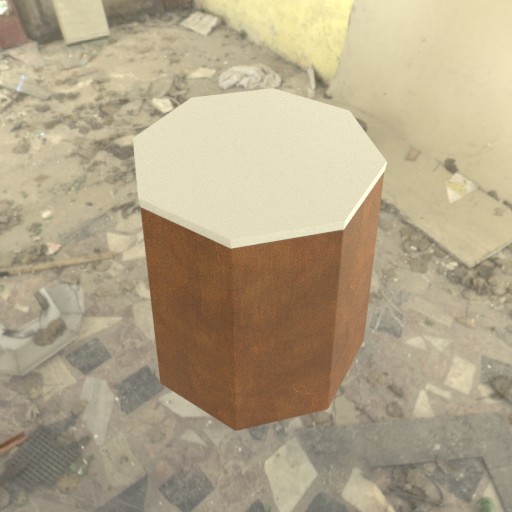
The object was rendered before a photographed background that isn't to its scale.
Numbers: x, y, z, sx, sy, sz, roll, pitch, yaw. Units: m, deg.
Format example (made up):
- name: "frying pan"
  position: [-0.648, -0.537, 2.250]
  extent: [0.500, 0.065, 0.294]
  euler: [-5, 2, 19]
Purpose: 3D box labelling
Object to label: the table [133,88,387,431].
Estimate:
- name: "table"
  position: [0.000, 0.000, 0.809]
  extent: [0.439, 0.457, 0.439]
  euler: [-11, 49, -10]
